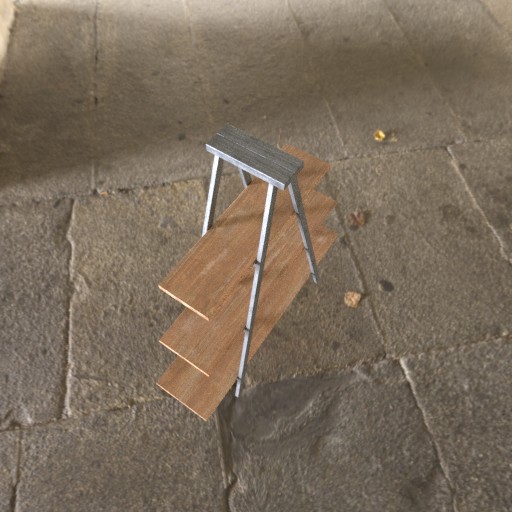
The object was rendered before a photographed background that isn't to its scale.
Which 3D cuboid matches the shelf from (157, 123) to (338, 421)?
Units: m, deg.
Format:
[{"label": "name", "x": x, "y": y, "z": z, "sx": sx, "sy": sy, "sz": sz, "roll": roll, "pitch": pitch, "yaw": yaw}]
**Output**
[{"label": "shelf", "x": 0.000, "y": 0.000, "z": 2.718, "sx": 0.508, "sy": 1.808, "sz": 1.746, "roll": 30, "pitch": 64, "yaw": 17}]
